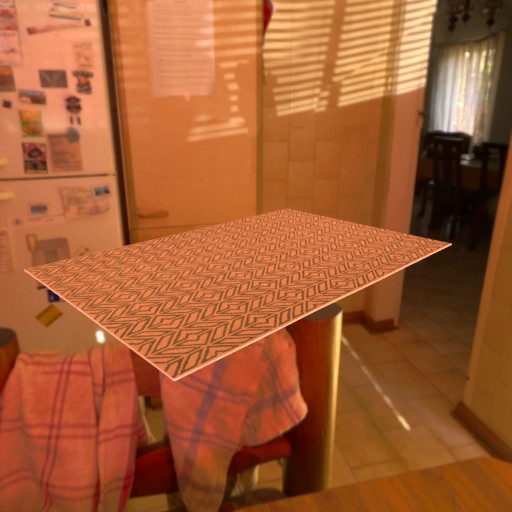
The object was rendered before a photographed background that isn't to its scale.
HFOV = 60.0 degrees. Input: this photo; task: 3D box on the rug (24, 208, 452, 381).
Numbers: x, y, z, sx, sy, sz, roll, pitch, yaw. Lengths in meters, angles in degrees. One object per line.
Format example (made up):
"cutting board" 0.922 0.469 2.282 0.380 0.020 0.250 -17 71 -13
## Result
"rug" 0.000 0.000 2.253 1.828 0.007 1.220 -18 26 -41
